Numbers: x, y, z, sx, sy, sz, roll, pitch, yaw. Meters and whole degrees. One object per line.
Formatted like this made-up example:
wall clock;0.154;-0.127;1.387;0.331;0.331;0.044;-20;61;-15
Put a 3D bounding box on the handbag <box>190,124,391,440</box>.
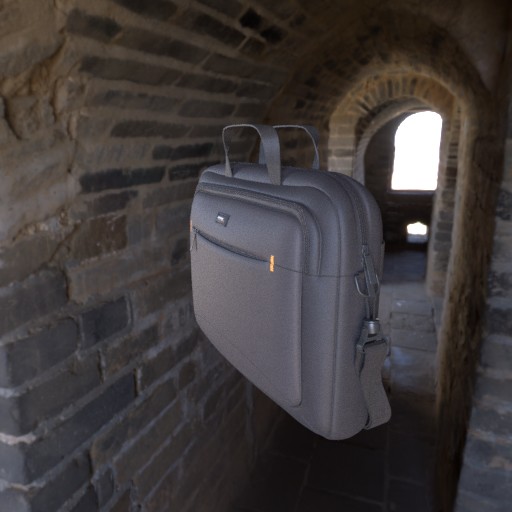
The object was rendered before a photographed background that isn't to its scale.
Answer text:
handbag;0.000;0.000;0.584;0.126;0.330;0.429;-8;17;-28
